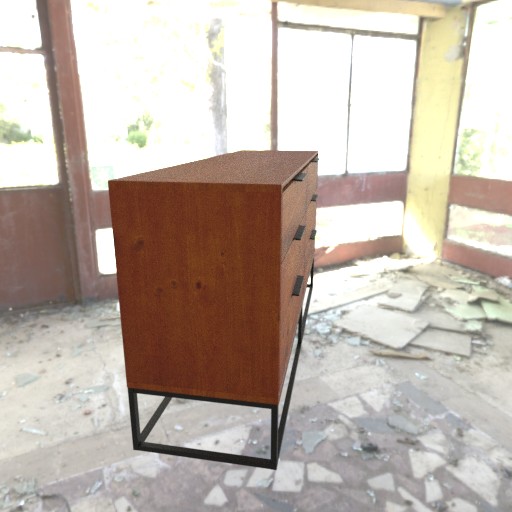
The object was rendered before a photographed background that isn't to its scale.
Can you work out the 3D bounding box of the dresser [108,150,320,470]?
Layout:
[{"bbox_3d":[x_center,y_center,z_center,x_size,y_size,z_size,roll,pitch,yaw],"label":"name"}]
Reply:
[{"bbox_3d":[0.000,0.000,1.908,0.464,0.810,1.536,3,17,10],"label":"dresser"}]
